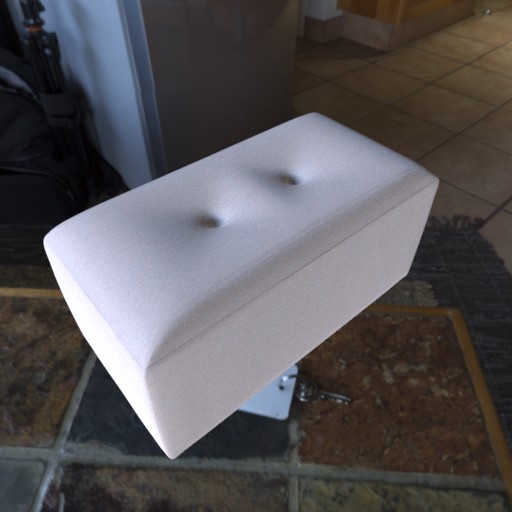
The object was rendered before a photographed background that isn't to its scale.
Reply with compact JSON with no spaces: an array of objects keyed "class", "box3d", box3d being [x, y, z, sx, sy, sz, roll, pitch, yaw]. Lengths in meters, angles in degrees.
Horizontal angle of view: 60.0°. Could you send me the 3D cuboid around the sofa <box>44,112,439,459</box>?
[{"class":"sofa","box3d":[0.000,0.000,1.224,0.930,0.470,0.480,-31,53,-27]}]
